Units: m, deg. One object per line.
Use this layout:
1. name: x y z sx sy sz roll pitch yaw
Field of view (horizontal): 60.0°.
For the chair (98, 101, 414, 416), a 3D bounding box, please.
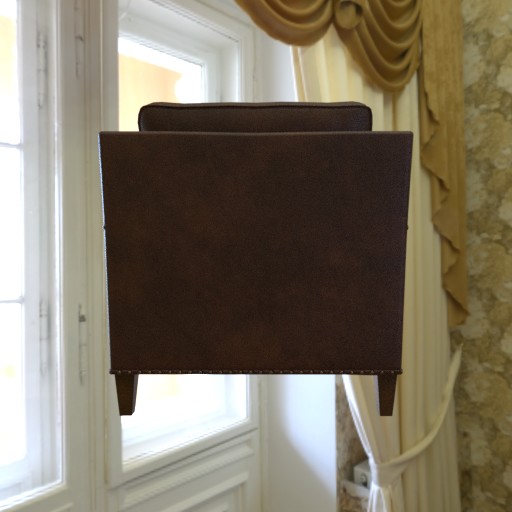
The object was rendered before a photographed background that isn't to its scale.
1. chair: 0.000 0.000 1.682 0.853 0.929 1.014 0 1 0
